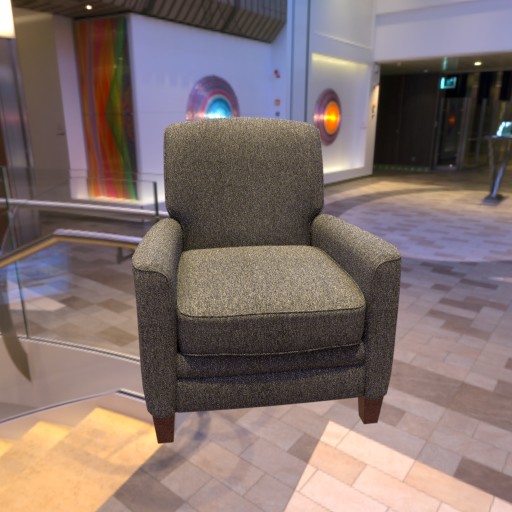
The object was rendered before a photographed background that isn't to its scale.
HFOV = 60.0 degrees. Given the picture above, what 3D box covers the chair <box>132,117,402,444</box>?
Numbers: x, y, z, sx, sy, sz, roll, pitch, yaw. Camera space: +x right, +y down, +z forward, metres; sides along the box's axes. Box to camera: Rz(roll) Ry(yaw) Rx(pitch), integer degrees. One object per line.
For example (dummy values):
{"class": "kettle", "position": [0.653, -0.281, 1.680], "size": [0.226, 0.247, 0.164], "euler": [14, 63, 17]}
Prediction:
{"class": "chair", "position": [0.000, 0.000, 1.683], "size": [0.848, 1.014, 0.864], "euler": [-2, 17, -8]}
